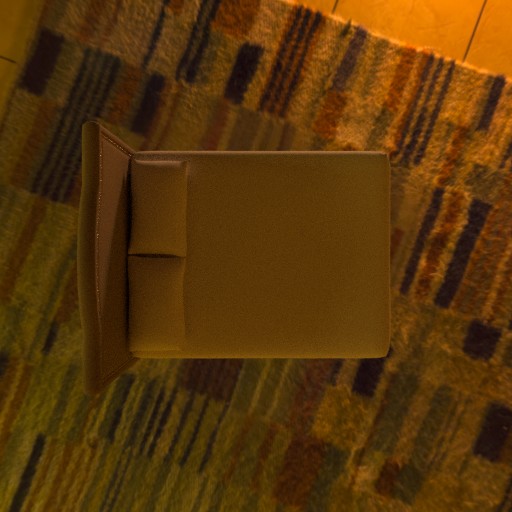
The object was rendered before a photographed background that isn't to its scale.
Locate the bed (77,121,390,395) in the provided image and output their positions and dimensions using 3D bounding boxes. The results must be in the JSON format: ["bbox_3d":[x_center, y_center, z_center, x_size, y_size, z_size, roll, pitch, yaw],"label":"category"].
[{"bbox_3d":[0.000,0.000,3.333,2.128,1.441,1.744,0,90,0],"label":"bed"}]
